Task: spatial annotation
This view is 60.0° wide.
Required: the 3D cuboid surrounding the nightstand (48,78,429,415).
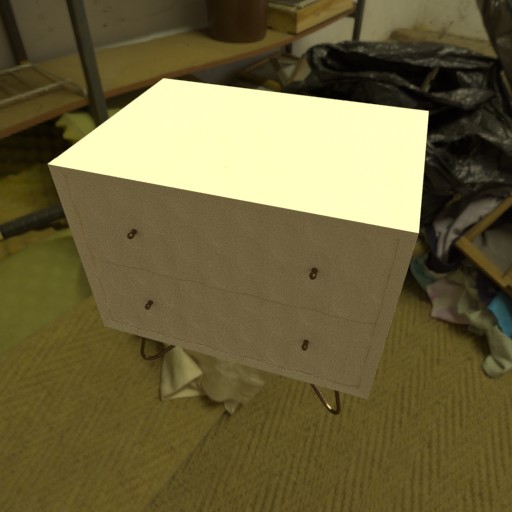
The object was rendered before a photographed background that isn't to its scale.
[{"bbox_3d":[0.000,0.000,1.038,0.614,0.604,0.447,12,43,13],"label":"nightstand"}]
